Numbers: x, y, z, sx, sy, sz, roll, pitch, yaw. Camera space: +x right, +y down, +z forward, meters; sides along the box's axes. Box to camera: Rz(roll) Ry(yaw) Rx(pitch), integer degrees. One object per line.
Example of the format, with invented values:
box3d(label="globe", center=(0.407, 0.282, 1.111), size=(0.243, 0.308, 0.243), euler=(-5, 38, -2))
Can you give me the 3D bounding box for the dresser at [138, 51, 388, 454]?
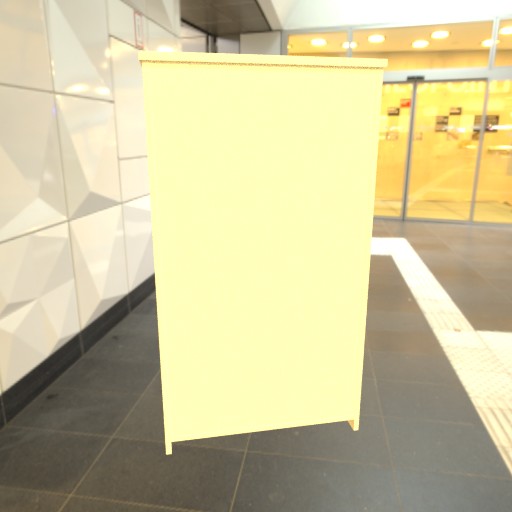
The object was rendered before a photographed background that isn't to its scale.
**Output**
box3d(label="dresser", center=(0.000, 0.000, 1.577), size=(0.704, 1.255, 0.399), euler=(-3, 15, -10))
